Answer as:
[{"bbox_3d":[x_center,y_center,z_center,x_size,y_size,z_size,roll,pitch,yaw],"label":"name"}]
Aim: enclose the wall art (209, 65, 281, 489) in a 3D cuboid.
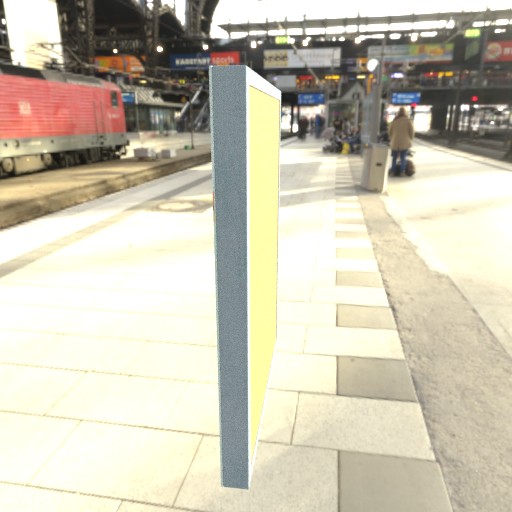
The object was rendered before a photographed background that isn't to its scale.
[{"bbox_3d":[0.000,0.000,0.696,0.037,0.509,0.409,2,17,7],"label":"wall art"}]
